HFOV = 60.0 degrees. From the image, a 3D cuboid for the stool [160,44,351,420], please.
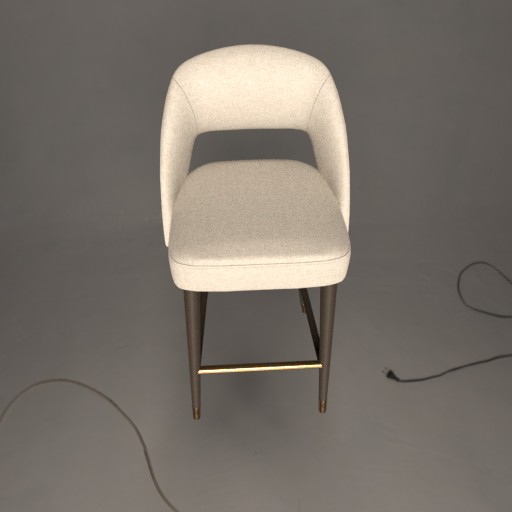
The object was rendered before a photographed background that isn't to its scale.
[{"bbox_3d":[0.000,0.000,1.322,0.494,1.037,0.509,-2,45,-2],"label":"stool"}]
